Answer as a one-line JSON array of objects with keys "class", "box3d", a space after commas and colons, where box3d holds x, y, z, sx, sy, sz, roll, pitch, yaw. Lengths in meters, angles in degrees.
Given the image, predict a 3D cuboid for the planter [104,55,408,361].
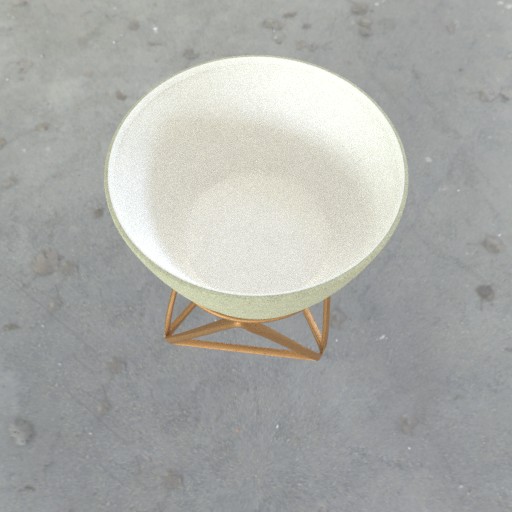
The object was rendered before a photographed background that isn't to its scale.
[{"class": "planter", "box3d": [0.000, 0.000, 0.738, 0.350, 0.504, 0.350, 34, 68, 16]}]
